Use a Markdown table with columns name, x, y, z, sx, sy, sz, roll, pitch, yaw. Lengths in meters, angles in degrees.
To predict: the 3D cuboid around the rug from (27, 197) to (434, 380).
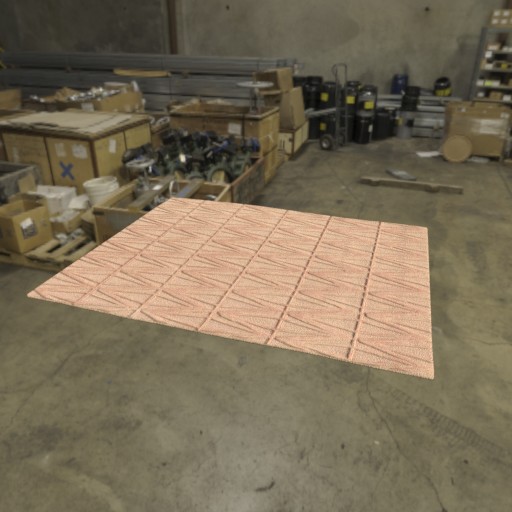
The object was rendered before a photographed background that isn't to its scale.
| name | x | y | z | sx | sy | sz | roll | pitch | yaw |
| --- | --- | --- | --- | --- | --- | --- | --- | --- | --- |
| rug | 0.000 | 0.000 | 4.116 | 3.052 | 0.043 | 2.453 | 8 | 28 | 16 |
